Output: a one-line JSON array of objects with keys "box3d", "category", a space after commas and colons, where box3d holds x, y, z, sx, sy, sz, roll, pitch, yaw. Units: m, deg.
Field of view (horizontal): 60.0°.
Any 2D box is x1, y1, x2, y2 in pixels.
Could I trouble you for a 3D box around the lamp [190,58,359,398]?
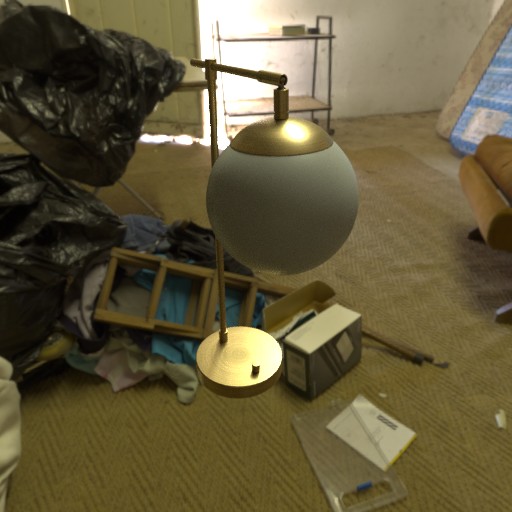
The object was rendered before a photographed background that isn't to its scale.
[{"box3d": [0.000, 0.000, 0.707, 0.207, 0.559, 0.324, -21, 36, -31], "category": "lamp"}]
